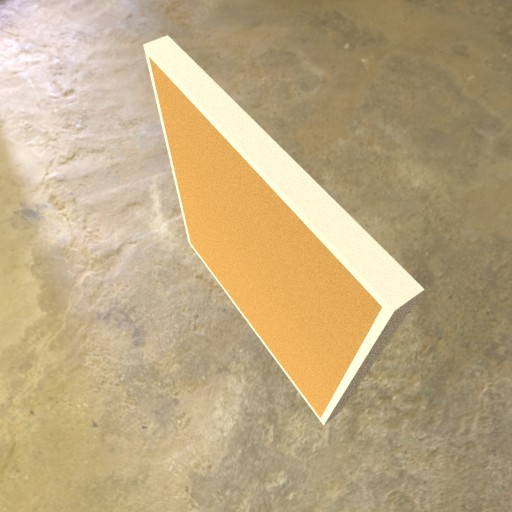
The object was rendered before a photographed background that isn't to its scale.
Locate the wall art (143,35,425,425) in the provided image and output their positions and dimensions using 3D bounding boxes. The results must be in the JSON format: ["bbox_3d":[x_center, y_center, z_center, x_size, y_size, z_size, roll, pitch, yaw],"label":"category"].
[{"bbox_3d":[0.000,0.000,0.744,0.040,0.509,0.509,-30,63,-18],"label":"wall art"}]
